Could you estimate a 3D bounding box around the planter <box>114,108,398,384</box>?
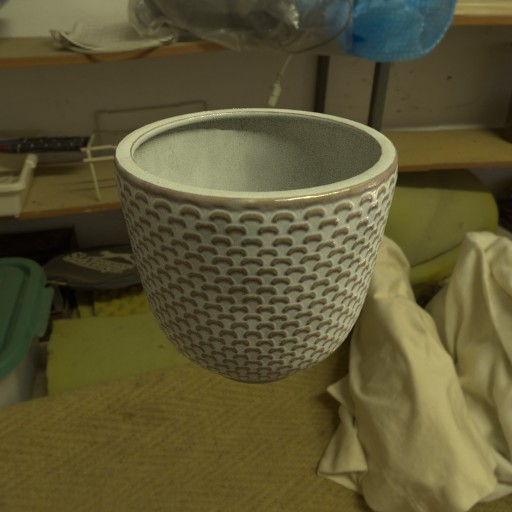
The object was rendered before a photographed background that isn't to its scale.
[{"bbox_3d":[0.000,0.000,0.363,0.197,0.191,0.197,0,32,0],"label":"planter"}]
